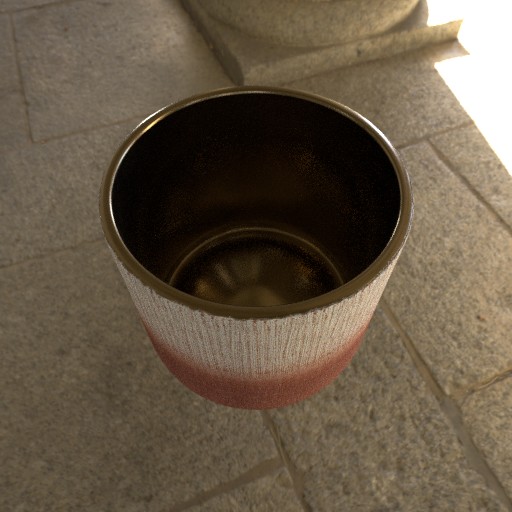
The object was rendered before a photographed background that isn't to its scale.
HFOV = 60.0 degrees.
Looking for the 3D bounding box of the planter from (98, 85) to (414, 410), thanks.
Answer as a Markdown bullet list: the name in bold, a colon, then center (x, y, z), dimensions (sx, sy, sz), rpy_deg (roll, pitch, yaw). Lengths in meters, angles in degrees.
- **planter**: center (0.000, 0.000, 0.445), dimensions (0.254, 0.221, 0.254), rpy_deg (0, 56, 0)
